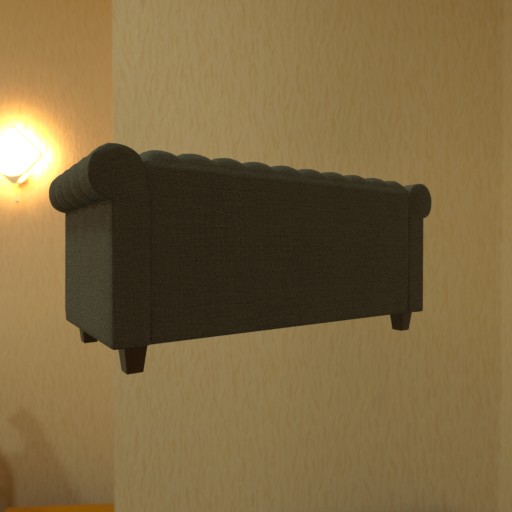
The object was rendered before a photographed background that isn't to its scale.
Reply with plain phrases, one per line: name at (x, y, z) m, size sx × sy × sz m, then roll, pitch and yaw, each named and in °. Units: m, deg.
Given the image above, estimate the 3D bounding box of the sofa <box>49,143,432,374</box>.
sofa at (0.000, 0.000, 2.227) m, size 1.798 × 0.797 × 0.783 m, roll -1°, pitch 1°, yaw -34°
